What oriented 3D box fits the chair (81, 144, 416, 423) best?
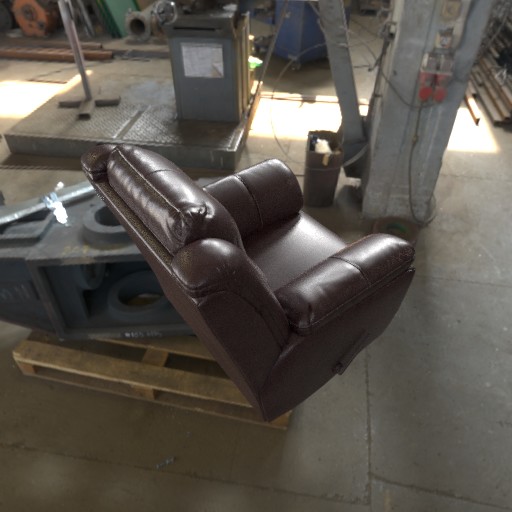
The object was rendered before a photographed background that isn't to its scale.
[{"bbox_3d":[0.000,0.000,1.933,1.041,1.093,0.990,-25,47,-26],"label":"chair"}]
